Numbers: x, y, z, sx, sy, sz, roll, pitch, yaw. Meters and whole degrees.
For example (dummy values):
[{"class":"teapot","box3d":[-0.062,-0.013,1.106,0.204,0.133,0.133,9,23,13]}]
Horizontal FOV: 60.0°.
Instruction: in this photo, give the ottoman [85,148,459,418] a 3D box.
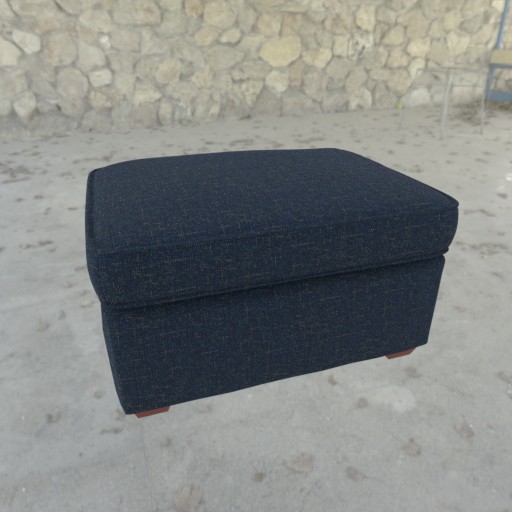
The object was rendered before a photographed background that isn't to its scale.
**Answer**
[{"class":"ottoman","box3d":[0.000,0.000,1.099,0.749,0.450,0.549,-8,28,-16]}]
